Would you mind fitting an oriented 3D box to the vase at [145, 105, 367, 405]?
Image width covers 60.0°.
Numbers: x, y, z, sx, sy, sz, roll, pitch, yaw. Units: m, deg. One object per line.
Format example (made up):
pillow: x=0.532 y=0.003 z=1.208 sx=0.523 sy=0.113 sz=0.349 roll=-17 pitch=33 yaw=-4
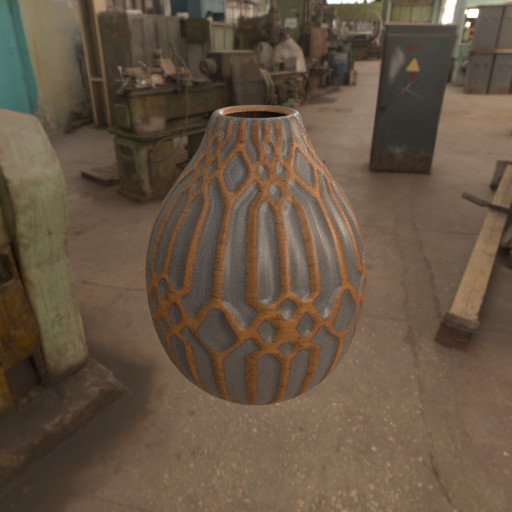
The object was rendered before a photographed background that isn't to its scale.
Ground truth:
vase: x=0.000 y=0.000 z=0.139 sx=0.069 sy=0.088 sz=0.069 roll=0 pitch=27 yaw=0
